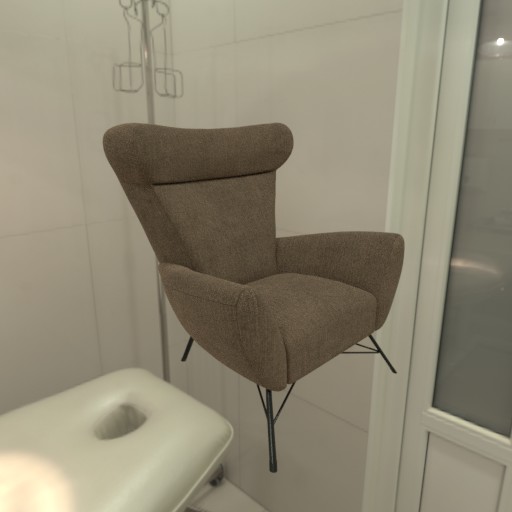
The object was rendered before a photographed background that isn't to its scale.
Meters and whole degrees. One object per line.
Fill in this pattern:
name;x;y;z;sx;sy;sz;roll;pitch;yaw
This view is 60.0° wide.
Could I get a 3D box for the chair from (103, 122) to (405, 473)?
chair;0.000;0.000;1.778;0.900;1.040;0.980;14;21;41
